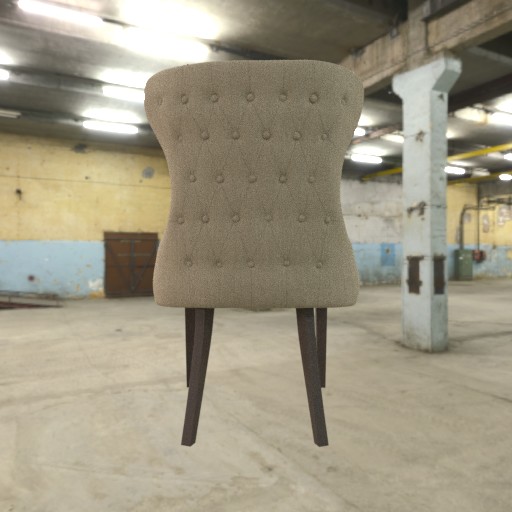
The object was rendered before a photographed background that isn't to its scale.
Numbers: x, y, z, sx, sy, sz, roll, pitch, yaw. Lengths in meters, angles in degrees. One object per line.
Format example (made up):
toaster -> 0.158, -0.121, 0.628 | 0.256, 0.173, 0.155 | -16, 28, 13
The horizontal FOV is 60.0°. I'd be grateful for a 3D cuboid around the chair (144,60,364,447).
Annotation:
chair -> 0.000, 0.000, 1.361 | 0.628, 0.967, 0.635 | 0, 0, 0
